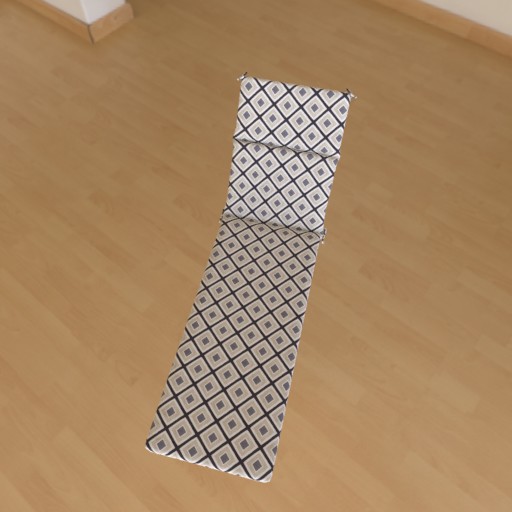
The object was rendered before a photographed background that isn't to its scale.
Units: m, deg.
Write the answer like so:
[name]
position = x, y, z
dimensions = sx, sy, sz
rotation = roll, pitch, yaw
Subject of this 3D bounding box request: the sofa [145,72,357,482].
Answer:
[sofa]
position = 0.000, 0.000, 1.929
dimensions = 0.582, 0.622, 1.663
rotation = 12, 60, 7
